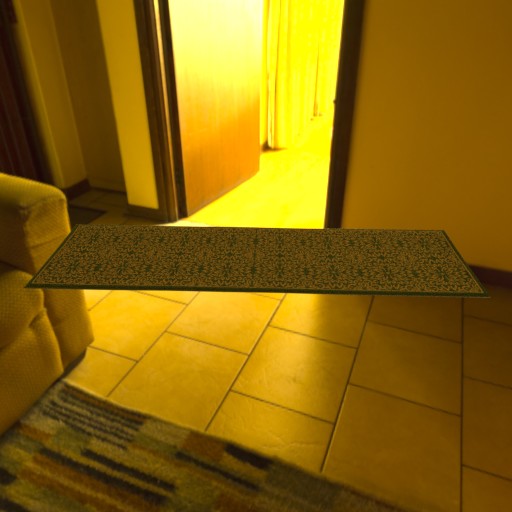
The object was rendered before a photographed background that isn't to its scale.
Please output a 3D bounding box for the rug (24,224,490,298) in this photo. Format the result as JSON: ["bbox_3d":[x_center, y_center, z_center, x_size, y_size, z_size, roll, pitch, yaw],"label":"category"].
[{"bbox_3d":[0.000,0.000,2.364,2.196,0.011,0.662,1,31,2],"label":"rug"}]
